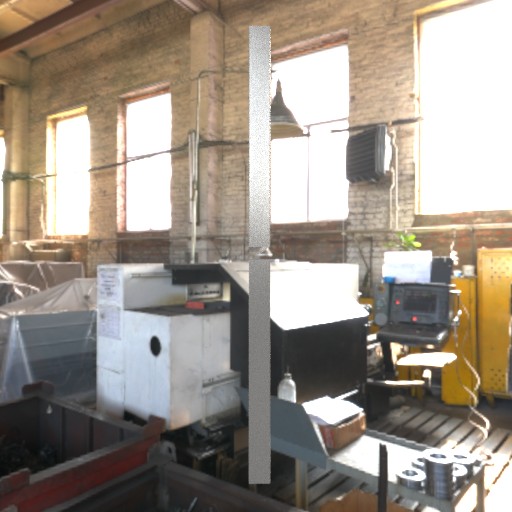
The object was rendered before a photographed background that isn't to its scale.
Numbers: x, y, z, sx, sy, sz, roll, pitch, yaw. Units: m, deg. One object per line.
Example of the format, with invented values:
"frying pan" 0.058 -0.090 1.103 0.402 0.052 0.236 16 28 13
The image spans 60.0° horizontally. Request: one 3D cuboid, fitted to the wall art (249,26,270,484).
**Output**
"wall art" 0.000 0.000 0.897 0.029 0.611 0.611 0 -1 -1
